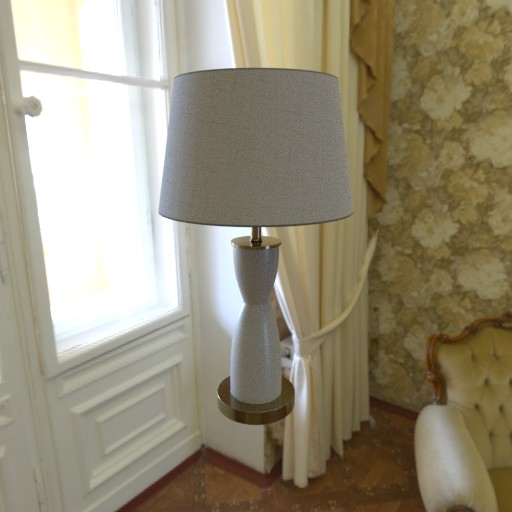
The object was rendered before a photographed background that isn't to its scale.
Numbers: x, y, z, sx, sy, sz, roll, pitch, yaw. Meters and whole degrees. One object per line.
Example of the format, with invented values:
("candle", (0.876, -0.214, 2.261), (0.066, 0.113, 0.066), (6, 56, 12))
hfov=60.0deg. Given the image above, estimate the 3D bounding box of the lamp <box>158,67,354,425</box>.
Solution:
("lamp", (0.000, 0.000, 0.736), (0.309, 0.545, 0.309), (0, 14, 0))
